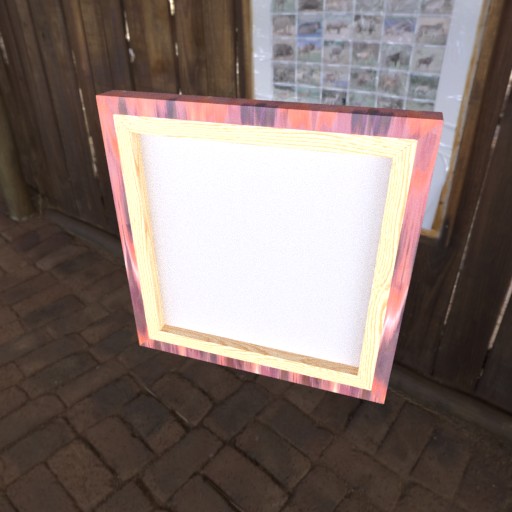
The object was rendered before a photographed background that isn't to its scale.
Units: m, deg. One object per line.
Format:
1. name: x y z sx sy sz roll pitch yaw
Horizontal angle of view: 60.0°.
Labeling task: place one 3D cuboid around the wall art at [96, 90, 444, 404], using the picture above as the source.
1. wall art: 0.000 0.000 0.610 0.403 0.406 0.038 9 32 15
